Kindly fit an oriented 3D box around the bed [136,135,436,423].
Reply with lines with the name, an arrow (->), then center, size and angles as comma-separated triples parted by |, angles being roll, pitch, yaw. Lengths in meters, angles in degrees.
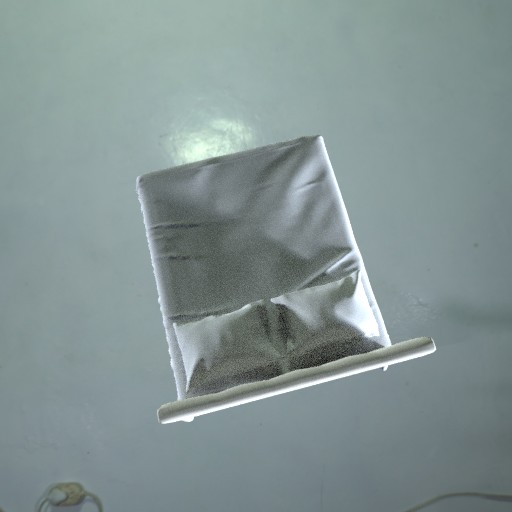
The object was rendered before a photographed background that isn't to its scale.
bed -> 0.000, 0.000, 3.507 | 1.936, 1.577, 2.222 | -14, 74, -4
